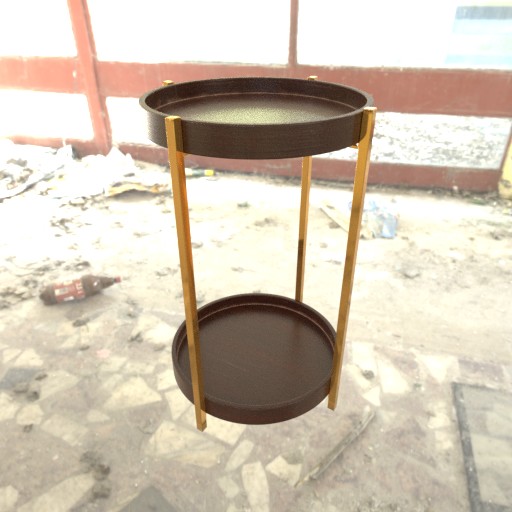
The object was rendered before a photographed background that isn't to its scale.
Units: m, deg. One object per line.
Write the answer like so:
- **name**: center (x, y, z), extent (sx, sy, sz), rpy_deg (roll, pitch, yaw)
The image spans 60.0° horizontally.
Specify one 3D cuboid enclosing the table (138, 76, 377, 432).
- **table**: center (0.000, 0.000, 0.868), extent (0.400, 0.610, 0.400), rpy_deg (19, 36, 29)
